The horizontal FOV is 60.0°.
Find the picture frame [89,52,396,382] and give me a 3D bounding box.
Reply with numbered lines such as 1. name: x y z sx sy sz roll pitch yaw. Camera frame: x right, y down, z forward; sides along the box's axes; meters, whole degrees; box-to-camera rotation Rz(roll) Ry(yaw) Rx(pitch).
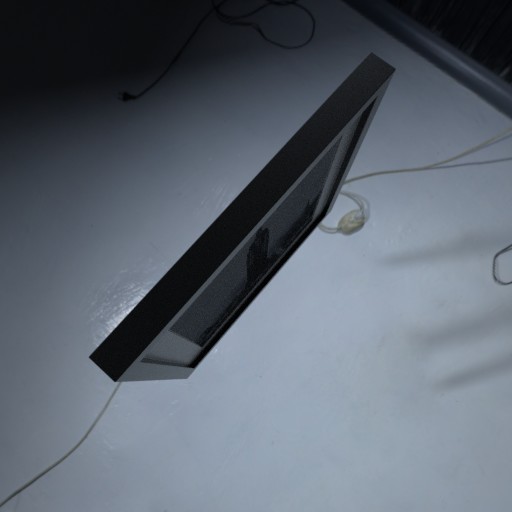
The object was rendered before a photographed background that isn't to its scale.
1. picture frame: 0.000 0.000 0.535 0.029 0.353 0.355 39 78 10
